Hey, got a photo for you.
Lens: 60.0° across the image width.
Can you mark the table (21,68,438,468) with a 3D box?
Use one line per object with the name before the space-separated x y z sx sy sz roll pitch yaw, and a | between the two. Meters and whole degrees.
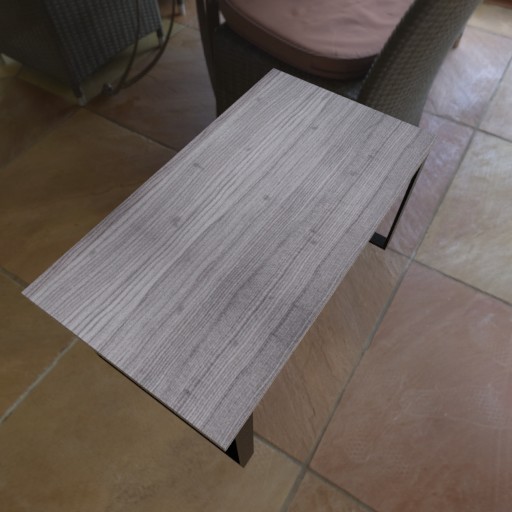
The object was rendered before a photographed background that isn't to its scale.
table | 0.000 0.000 2.058 0.881 0.736 1.579 30 61 18
